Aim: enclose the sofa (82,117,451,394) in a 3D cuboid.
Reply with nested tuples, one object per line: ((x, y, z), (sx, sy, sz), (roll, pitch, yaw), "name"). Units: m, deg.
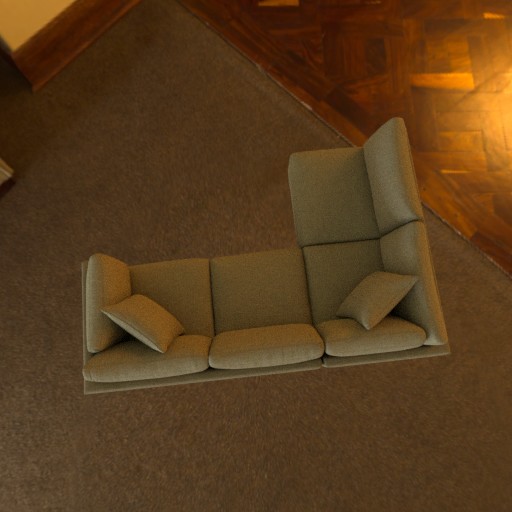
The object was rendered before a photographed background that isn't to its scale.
((0.000, 0.000, 3.866), (2.896, 0.978, 1.994), (-6, 77, -1), "sofa")
